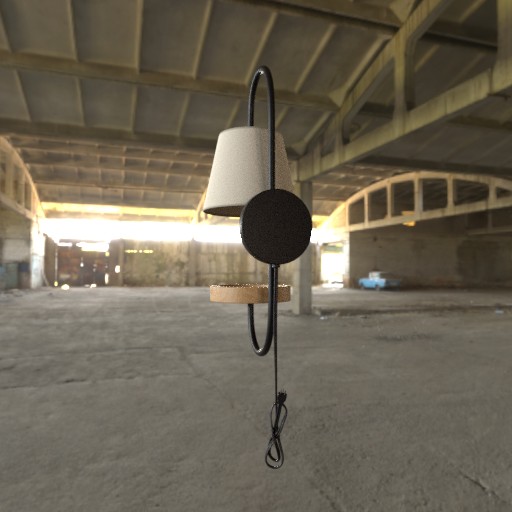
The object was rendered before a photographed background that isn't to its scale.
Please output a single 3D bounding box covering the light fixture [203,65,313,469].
[{"bbox_3d":[0.000,0.000,0.984,0.220,0.821,0.299,1,-2,-18],"label":"light fixture"}]
